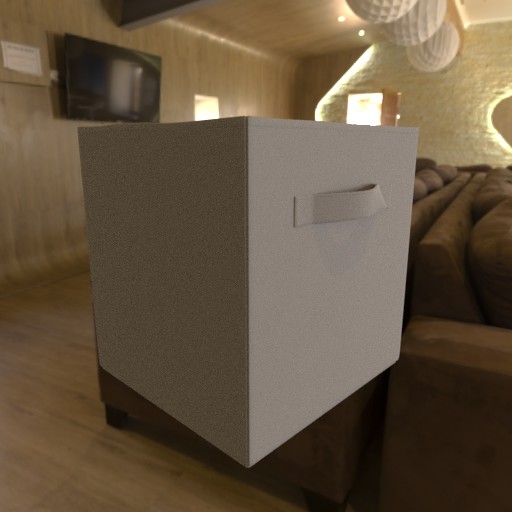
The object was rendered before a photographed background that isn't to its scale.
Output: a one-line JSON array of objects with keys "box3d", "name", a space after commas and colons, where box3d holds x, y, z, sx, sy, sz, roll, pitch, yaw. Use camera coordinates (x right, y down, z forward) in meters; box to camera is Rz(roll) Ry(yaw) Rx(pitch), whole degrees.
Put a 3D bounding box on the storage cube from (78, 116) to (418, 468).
[{"box3d": [0.000, 0.000, 0.500, 0.270, 0.280, 0.270, 13, 19, 42], "name": "storage cube"}]
